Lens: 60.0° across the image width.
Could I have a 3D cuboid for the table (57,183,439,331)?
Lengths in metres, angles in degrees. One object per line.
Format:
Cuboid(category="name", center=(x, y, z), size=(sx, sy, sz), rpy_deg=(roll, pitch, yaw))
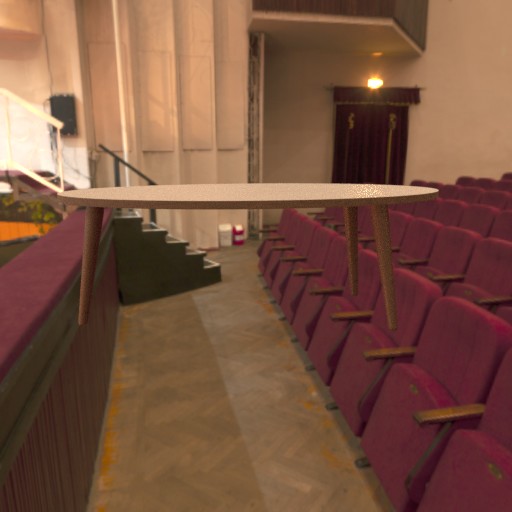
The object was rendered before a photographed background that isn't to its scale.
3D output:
Cuboid(category="table", center=(0.000, 0.000, 1.324), size=(1.083, 0.390, 0.542), rpy_deg=(-2, 13, -7))
